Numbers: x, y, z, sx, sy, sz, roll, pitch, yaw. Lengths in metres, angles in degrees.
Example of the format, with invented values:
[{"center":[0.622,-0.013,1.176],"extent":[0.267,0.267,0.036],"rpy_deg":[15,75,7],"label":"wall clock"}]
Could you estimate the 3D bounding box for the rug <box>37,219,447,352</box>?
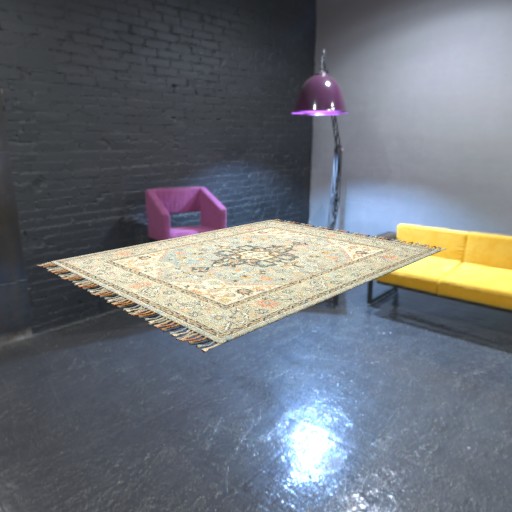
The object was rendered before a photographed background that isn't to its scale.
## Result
[{"center":[0.000,0.000,2.296],"extent":[1.278,0.009,1.730],"rpy_deg":[14,21,43],"label":"rug"}]
